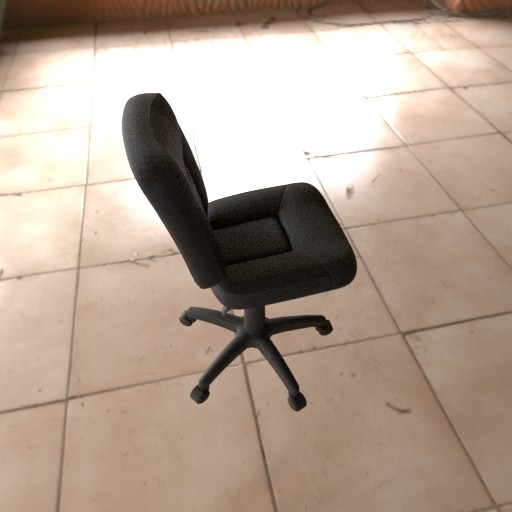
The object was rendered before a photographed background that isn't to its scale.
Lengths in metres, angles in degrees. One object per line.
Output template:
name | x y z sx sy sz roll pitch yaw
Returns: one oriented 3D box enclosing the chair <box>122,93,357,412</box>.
chair | 0.000 0.000 1.363 0.610 0.972 0.610 -10 46 -9
